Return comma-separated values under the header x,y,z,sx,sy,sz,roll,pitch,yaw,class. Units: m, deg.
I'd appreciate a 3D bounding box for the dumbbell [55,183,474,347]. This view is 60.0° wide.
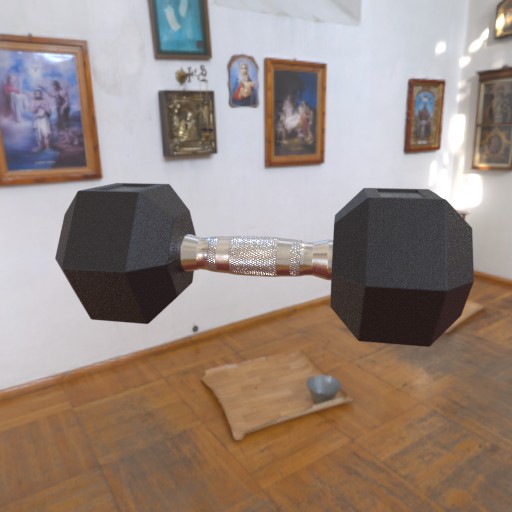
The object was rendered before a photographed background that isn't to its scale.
x,y,z,sx,sy,sz,roll,pitch,yaw,class
0.000,0.000,0.412,0.356,0.123,0.141,3,15,10,dumbbell
